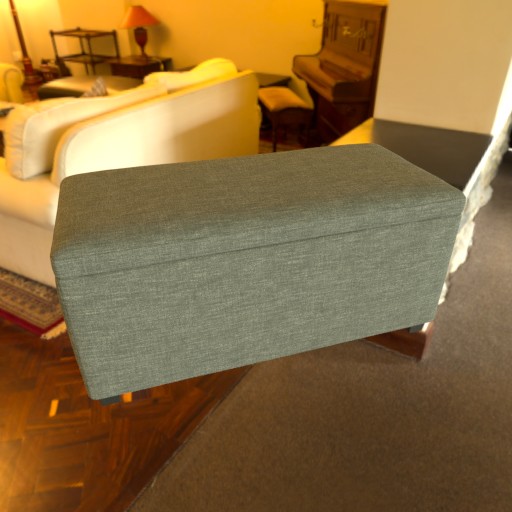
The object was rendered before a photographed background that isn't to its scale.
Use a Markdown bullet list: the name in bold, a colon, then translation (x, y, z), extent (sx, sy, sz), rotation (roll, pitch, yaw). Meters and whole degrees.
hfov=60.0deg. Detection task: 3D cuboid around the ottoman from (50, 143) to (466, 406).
- **ottoman**: translation (0.000, 0.000, 1.140), extent (0.902, 0.432, 0.419), rotation (-10, 33, -15)
